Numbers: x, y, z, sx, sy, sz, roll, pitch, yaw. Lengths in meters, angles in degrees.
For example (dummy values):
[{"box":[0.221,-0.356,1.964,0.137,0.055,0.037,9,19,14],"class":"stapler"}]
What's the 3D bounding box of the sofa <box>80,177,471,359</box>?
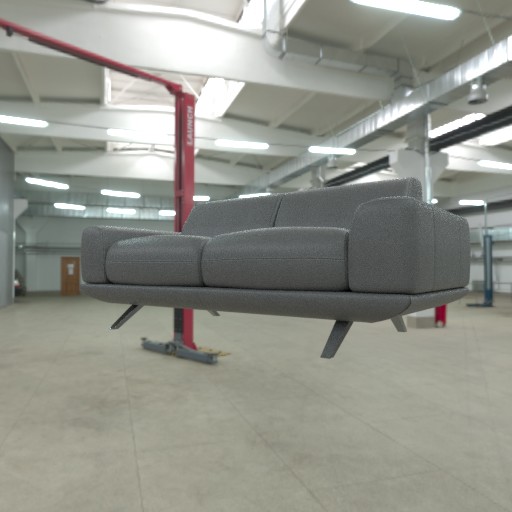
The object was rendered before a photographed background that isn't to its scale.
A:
[{"box":[0.000,0.000,2.318,1.901,0.772,0.900,-1,-2,37],"class":"sofa"}]
